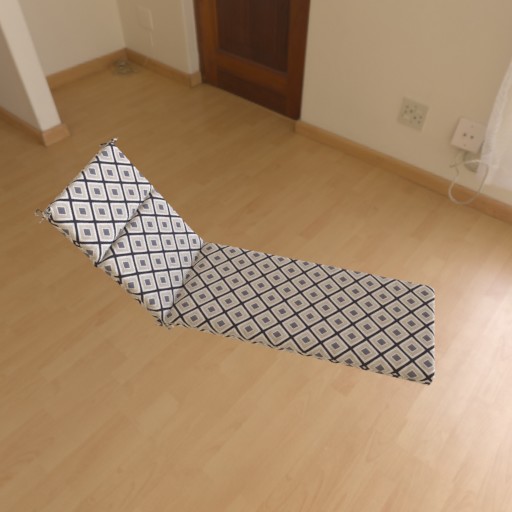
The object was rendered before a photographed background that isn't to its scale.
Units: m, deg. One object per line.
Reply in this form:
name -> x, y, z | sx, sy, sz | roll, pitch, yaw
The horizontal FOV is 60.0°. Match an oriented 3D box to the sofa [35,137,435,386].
sofa -> 0.000, 0.000, 1.957 | 1.663, 0.622, 0.582 | 11, 47, 11
